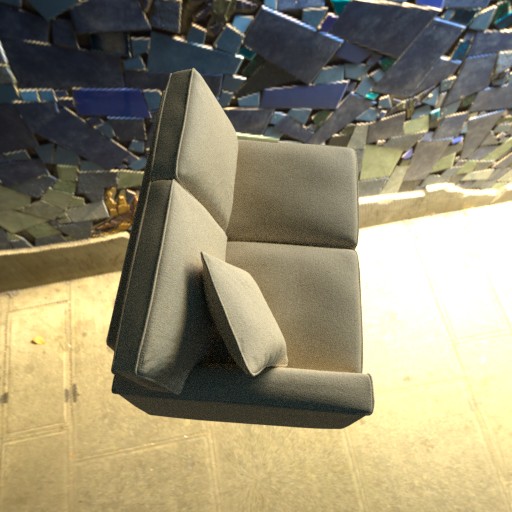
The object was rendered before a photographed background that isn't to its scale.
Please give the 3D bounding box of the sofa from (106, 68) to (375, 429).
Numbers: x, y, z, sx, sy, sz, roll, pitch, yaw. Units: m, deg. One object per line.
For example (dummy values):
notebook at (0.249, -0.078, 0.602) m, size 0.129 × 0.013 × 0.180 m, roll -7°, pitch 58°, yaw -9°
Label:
sofa at (0.000, 0.000, 2.064) m, size 0.991 × 0.989 × 1.388 m, roll 3°, pitch 63°, yaw 2°
